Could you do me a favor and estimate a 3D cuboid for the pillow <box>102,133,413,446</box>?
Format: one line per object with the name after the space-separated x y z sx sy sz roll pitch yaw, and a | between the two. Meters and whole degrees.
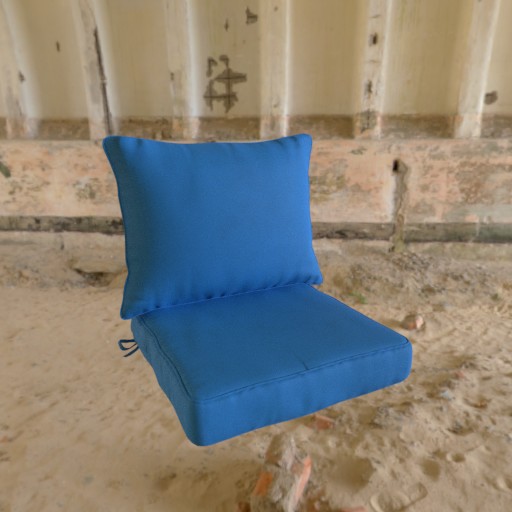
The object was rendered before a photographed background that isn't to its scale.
0.000 0.000 1.378 0.798 0.725 0.733 -8 18 -26 | pillow
